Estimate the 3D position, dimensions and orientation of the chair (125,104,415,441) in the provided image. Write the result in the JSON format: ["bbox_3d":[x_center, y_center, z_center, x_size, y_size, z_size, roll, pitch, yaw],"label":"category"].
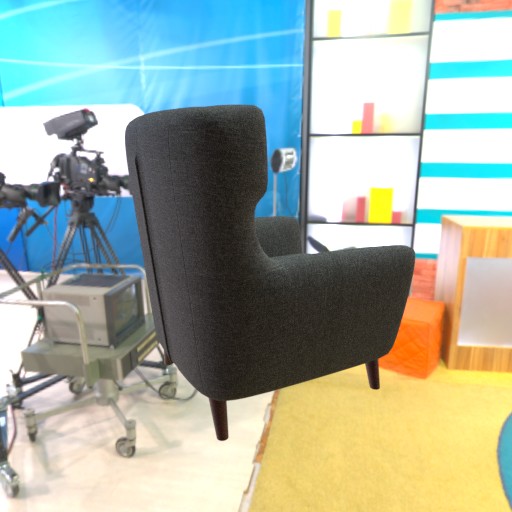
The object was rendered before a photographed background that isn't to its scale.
[{"bbox_3d":[0.000,0.000,1.756,0.904,1.063,0.878,-7,16,-27],"label":"chair"}]
